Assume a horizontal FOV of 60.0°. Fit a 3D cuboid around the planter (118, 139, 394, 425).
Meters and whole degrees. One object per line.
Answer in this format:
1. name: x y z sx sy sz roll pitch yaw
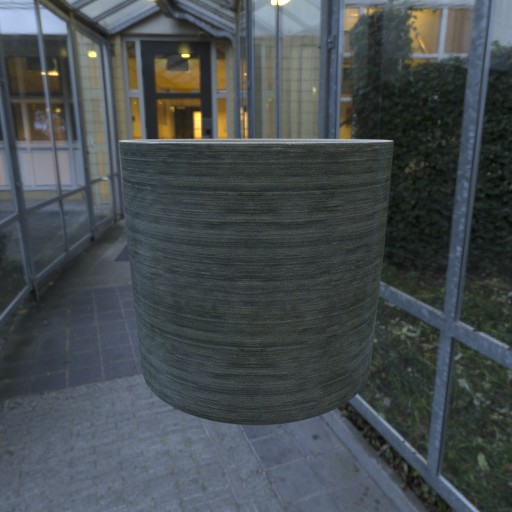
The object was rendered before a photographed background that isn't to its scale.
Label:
1. planter: 0.000 0.000 0.398 0.221 0.201 0.221 0 15 0
